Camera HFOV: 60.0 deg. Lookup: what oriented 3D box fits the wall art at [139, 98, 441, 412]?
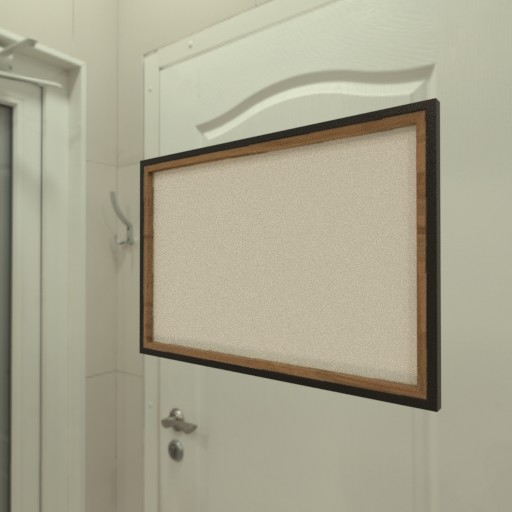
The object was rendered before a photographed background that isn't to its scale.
[{"bbox_3d":[0.000,0.000,0.836,0.659,0.446,0.022,0,-1,37],"label":"wall art"}]
